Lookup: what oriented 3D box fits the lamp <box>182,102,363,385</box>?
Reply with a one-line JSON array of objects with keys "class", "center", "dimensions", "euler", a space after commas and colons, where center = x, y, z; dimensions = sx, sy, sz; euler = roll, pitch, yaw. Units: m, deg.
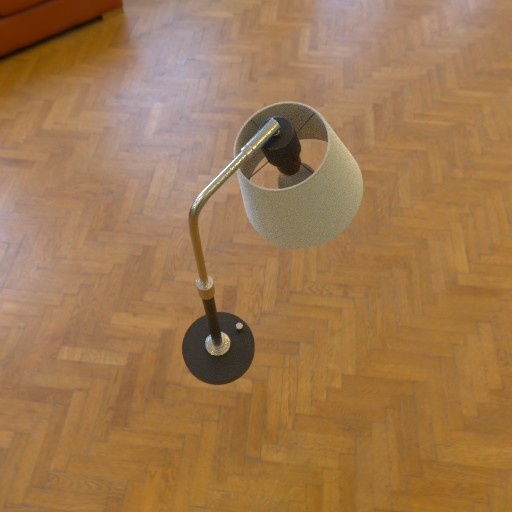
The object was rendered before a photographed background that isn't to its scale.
[{"class": "lamp", "center": [0.000, 0.000, 0.719], "dimensions": [0.348, 0.539, 0.181], "euler": [-36, 66, -19]}]
